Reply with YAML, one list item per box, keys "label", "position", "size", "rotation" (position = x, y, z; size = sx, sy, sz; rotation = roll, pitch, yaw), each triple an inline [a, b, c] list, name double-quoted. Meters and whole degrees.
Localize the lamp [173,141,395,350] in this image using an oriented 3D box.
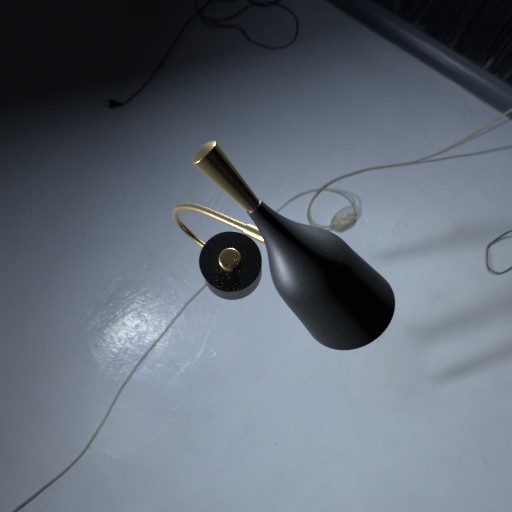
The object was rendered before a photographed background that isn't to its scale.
- label: "lamp"
  position: [0.000, 0.000, 0.600]
  size: [0.352, 0.464, 0.110]
  rotation: [37, 78, 9]
